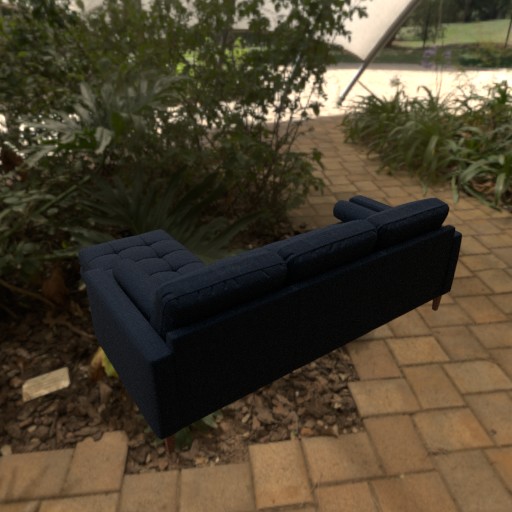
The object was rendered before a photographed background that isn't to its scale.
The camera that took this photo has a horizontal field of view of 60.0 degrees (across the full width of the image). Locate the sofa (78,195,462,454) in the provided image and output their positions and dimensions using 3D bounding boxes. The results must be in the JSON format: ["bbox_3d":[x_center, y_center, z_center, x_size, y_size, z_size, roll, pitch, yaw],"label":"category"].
[{"bbox_3d":[0.000,0.000,2.967,2.185,0.841,1.613,-18,32,-31],"label":"sofa"}]
